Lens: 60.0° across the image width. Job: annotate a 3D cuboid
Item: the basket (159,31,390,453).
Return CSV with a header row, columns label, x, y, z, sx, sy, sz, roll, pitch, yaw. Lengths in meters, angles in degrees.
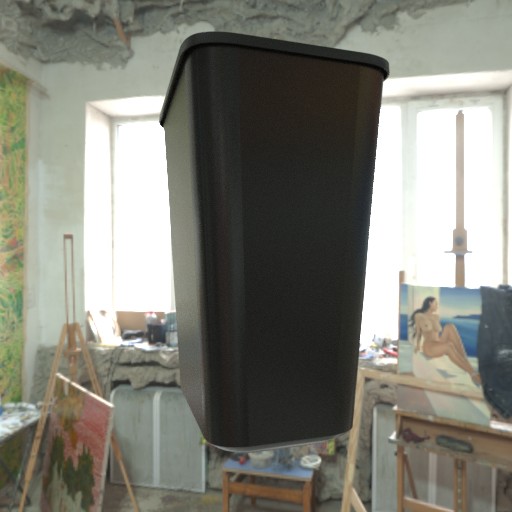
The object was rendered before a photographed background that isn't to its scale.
label,x,y,z,sx,sy,sz,roll,pitch,yaw
basket,0.000,0.000,0.728,0.287,0.521,0.394,0,0,-17
